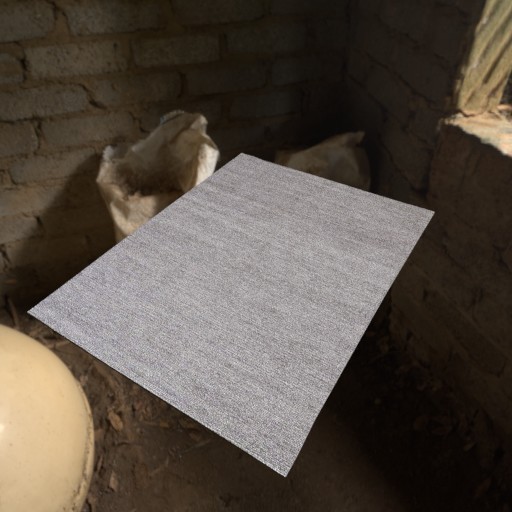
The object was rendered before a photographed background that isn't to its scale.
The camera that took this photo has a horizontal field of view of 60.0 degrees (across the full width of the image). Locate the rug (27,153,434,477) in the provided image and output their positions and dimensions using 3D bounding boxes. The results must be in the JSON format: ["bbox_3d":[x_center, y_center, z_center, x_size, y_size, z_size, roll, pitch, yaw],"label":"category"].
[{"bbox_3d":[0.000,0.000,4.140,2.434,0.045,3.202,23,46,24],"label":"rug"}]
